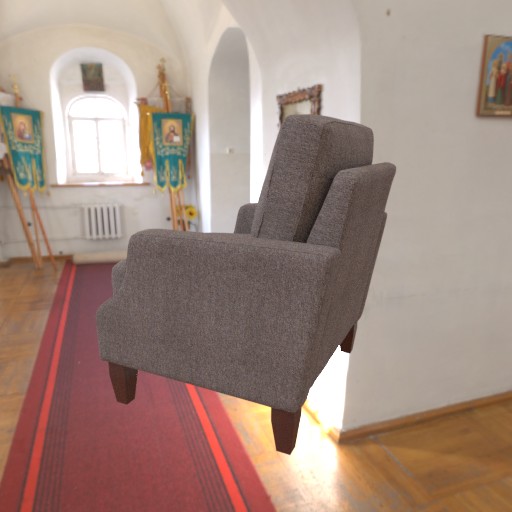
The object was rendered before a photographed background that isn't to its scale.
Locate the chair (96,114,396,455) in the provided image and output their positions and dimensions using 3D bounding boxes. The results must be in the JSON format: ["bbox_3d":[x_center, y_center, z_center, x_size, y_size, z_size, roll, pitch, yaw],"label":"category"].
[{"bbox_3d":[0.000,0.000,1.680,0.897,0.993,0.855,6,15,25],"label":"chair"}]
